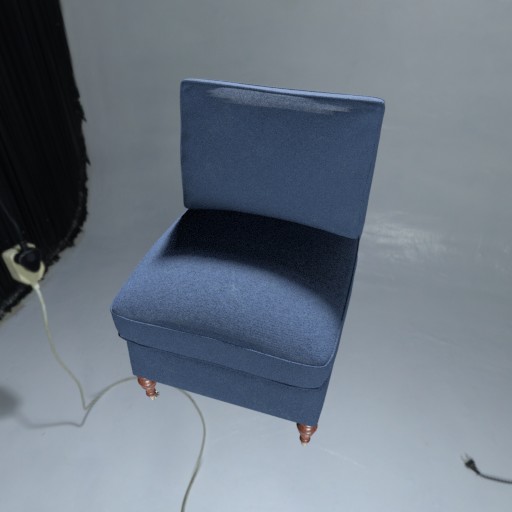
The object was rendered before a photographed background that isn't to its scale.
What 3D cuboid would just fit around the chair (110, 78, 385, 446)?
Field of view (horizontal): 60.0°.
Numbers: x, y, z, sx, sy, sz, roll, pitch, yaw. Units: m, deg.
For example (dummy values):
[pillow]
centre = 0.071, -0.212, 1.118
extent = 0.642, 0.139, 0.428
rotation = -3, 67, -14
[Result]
[chair]
centre = 0.000, 0.000, 1.627
extent = 0.724, 1.052, 0.912
rotation = 12, 42, 13
